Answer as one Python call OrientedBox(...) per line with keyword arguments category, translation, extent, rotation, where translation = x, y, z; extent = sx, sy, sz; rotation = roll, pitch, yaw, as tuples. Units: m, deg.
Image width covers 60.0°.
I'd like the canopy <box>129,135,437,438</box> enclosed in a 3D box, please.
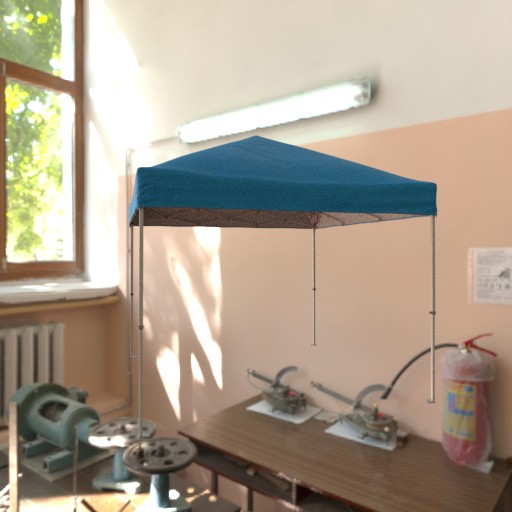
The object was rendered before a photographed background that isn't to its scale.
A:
OrientedBox(category="canopy", translation=(0.000, 0.000, 5.528), extent=(2.996, 2.997, 2.998), rotation=(0, 1, -17))
